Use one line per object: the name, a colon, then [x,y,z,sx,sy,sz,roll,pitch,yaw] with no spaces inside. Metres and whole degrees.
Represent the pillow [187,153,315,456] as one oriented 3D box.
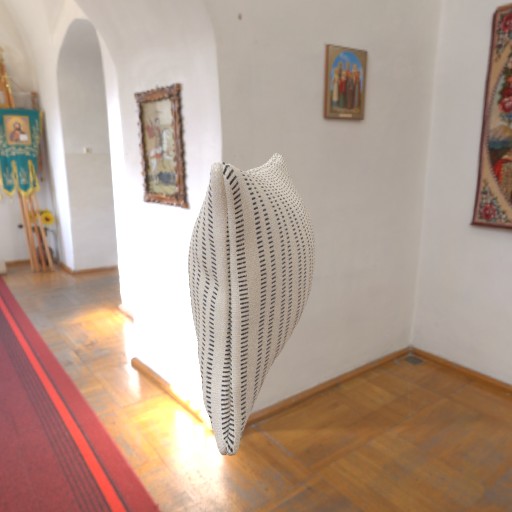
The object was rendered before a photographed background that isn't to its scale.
pillow: [0.000,0.000,0.800,0.210,0.353,0.640,2,14,8]
